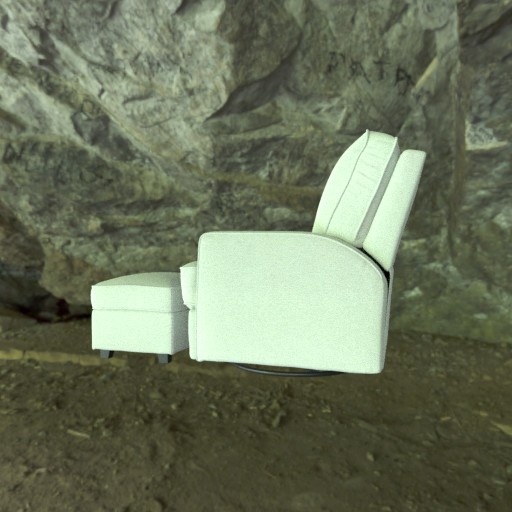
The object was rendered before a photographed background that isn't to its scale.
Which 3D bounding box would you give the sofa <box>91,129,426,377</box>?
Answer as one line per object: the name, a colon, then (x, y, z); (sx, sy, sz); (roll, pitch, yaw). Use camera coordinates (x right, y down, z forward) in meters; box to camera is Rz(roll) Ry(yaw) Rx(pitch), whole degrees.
sofa: (0.000, 0.000, 2.101); (1.472, 0.959, 0.861); (0, -1, 18)
